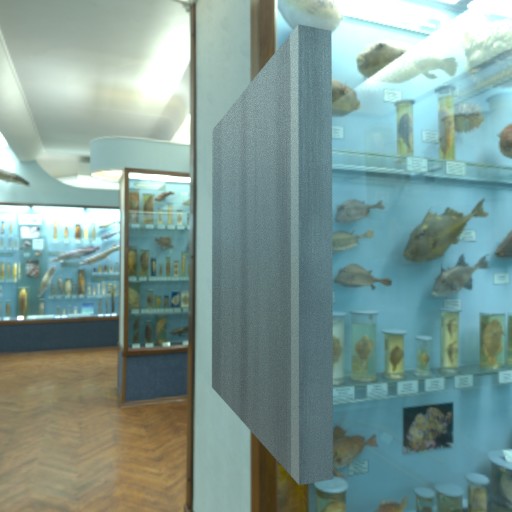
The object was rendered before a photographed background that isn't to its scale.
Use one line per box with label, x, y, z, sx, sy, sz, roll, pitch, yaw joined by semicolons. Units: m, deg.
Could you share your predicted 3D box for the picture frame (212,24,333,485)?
picture frame;0.000;0.000;0.753;0.046;0.555;0.449;0;-1;-19
